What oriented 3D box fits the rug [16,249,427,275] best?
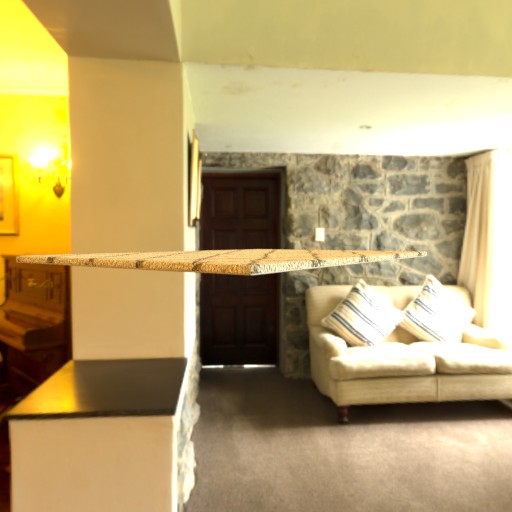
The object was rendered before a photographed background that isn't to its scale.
[{"bbox_3d":[0.000,0.000,2.227,1.219,0.030,1.778,1,2,35],"label":"rug"}]
